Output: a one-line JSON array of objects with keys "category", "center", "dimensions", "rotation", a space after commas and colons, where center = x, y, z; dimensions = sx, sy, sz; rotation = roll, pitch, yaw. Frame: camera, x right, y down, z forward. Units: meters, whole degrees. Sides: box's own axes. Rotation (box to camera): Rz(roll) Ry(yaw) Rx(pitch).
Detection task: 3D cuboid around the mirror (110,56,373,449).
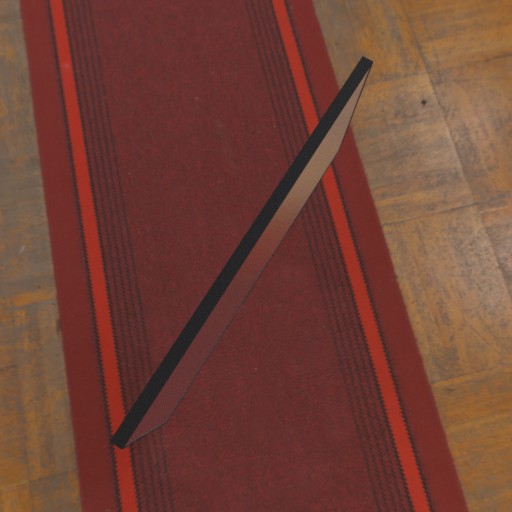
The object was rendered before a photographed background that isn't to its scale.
[{"category": "mirror", "center": [0.000, 0.000, 1.823], "dimensions": [0.047, 0.692, 1.584], "rotation": [31, 78, 7]}]
